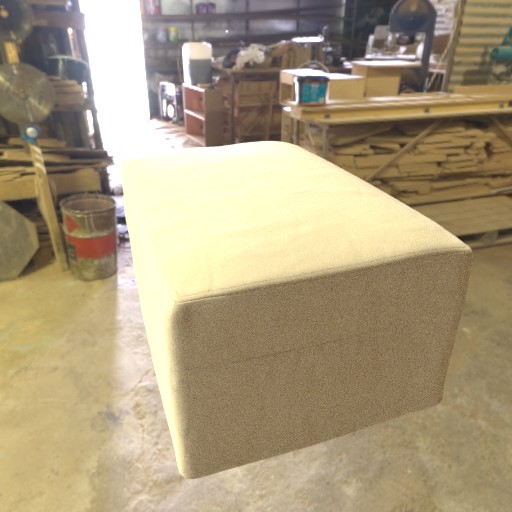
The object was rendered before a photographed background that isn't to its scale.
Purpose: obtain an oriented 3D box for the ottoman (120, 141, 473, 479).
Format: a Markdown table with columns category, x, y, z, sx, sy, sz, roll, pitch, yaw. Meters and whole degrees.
| category | x | y | z | sx | sy | sz | roll | pitch | yaw |
| --- | --- | --- | --- | --- | --- | --- | --- | --- | --- |
| ottoman | 0.000 | 0.000 | 1.137 | 0.590 | 0.444 | 0.872 | -9 | 29 | -17 |
